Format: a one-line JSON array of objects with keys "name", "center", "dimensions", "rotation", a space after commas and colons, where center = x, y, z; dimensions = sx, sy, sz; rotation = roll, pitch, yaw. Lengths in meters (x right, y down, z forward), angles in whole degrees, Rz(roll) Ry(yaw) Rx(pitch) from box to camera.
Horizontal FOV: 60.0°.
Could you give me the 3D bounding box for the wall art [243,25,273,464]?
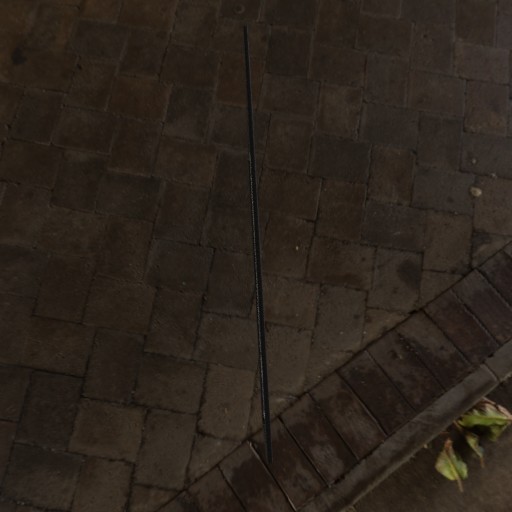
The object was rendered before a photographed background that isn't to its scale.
[{"name": "wall art", "center": [0.000, 0.000, 1.542], "dimensions": [0.013, 0.811, 1.192], "rotation": [-3, 75, -1]}]
